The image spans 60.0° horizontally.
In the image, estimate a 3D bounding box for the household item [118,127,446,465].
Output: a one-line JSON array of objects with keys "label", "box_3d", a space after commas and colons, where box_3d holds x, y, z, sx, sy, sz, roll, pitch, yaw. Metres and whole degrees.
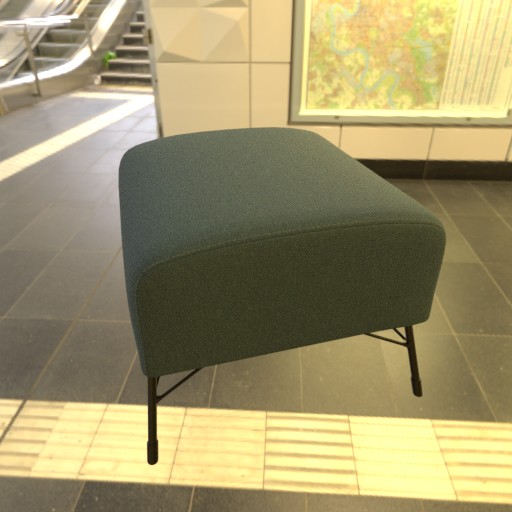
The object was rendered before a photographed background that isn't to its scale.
[{"label": "household item", "box_3d": [0.000, 0.000, 0.909, 0.530, 0.420, 0.530, -9, 32, -14]}]
